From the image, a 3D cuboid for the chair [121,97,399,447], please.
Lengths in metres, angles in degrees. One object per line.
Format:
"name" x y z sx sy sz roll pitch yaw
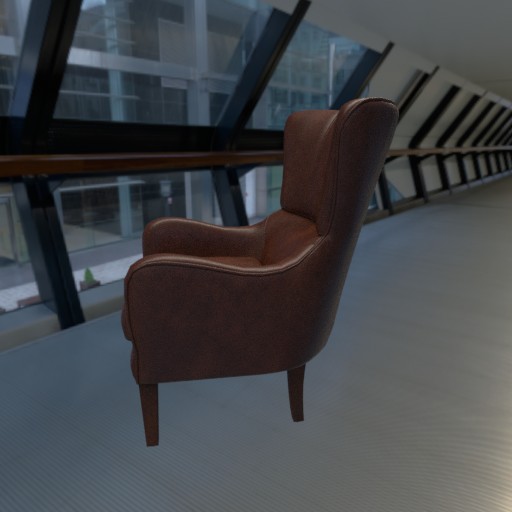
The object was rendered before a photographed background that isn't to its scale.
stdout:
"chair" 0.000 0.000 1.609 0.914 1.048 0.692 -2 15 -9
